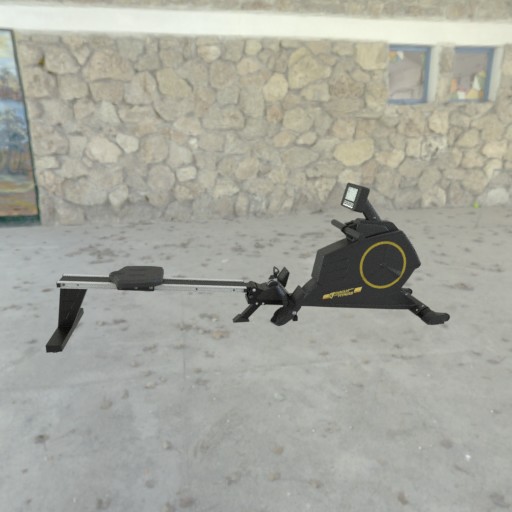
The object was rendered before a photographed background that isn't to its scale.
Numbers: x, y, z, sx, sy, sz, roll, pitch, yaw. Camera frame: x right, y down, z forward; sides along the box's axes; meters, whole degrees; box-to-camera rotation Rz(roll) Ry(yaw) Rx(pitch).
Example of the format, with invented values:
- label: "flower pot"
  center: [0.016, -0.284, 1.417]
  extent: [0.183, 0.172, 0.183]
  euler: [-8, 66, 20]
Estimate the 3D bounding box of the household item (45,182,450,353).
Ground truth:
- label: "household item"
  center: [0.000, 0.000, 2.580]
  extent: [2.251, 0.810, 0.521]
  euler: [-2, 15, -9]
